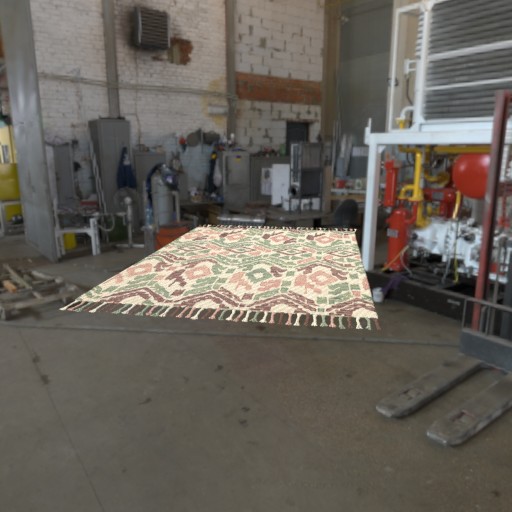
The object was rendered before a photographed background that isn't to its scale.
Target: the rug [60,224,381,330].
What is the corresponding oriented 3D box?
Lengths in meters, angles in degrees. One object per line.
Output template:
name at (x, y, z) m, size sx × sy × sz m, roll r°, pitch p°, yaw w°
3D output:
rug at (0.000, 0.000, 3.135) m, size 1.524 × 0.011 × 2.438 m, roll 2°, pitch 14°, yaw 9°
